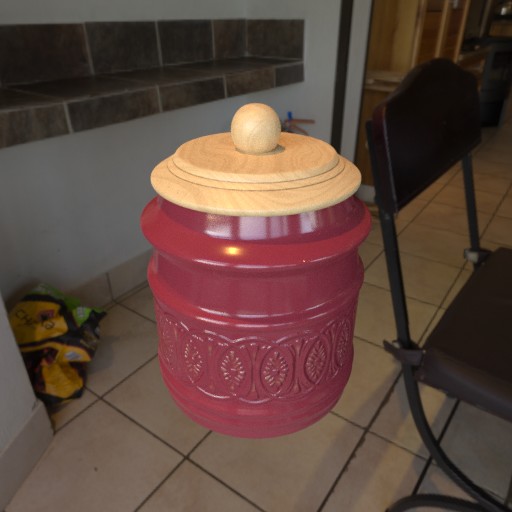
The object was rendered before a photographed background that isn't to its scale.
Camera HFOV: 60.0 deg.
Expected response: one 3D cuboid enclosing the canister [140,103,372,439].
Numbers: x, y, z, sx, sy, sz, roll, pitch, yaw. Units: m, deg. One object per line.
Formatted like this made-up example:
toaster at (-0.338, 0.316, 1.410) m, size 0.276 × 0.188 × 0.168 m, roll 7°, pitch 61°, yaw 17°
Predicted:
canister at (0.000, 0.000, 0.268) m, size 0.130 × 0.176 × 0.130 m, roll 0°, pitch 29°, yaw 0°
